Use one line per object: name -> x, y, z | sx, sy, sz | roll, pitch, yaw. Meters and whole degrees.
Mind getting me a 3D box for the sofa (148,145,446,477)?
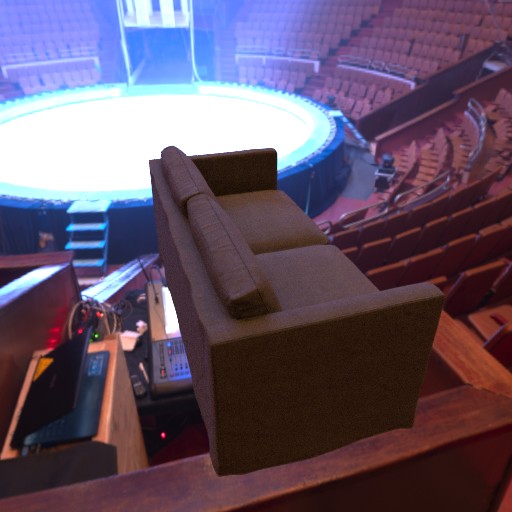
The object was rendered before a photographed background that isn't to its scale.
sofa -> 0.000, 0.000, 2.487 | 0.953, 0.855, 1.982 | -9, 32, -15
